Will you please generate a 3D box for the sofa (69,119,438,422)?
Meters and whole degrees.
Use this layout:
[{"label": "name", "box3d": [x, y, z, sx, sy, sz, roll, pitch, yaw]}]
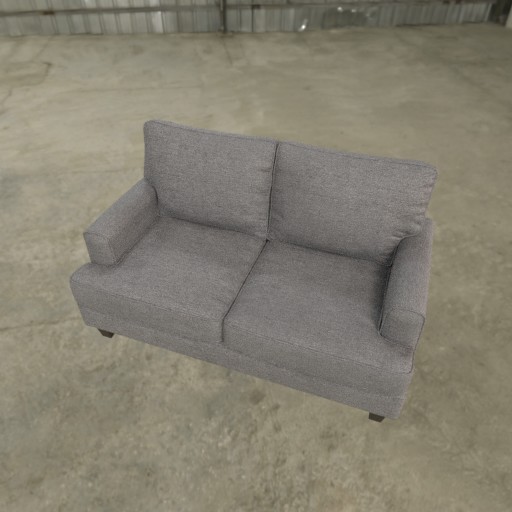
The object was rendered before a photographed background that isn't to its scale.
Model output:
[{"label": "sofa", "box3d": [0.000, 0.000, 2.235, 1.651, 0.965, 0.965, 13, 42, 15]}]
